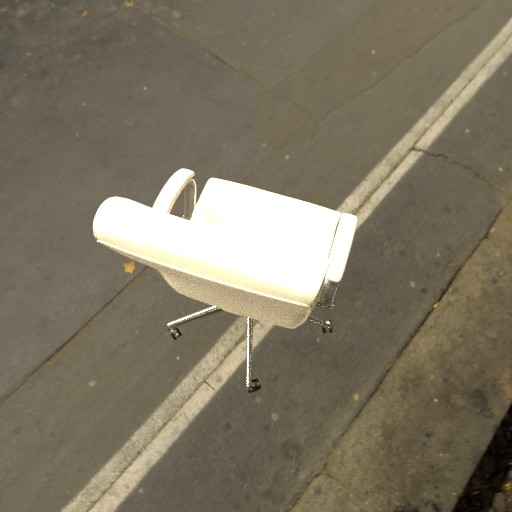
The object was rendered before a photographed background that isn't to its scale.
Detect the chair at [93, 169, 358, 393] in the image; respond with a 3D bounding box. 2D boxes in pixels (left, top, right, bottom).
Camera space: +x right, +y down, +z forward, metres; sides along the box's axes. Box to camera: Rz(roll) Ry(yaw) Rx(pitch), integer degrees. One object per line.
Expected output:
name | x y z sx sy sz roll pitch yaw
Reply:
chair | 0.000 0.000 1.600 0.727 1.099 0.745 17 64 9
